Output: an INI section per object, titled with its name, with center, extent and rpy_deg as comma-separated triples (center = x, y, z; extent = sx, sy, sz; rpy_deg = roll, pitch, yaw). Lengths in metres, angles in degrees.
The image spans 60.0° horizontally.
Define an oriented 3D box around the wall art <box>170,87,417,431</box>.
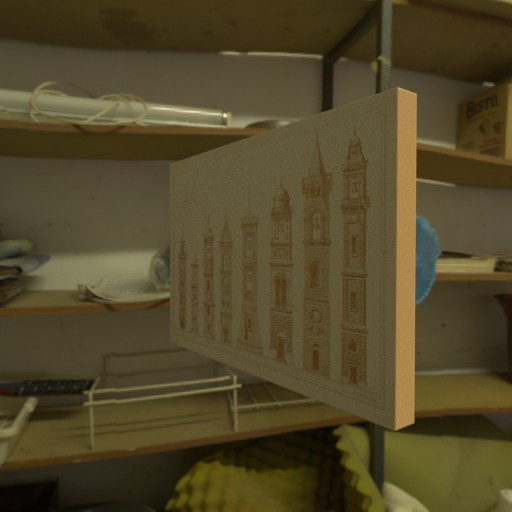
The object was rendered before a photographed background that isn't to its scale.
[wall art]
center = 0.000, 0.000, 0.781
extent = 0.039, 0.407, 0.609
rpy_deg = -1, 2, -36
